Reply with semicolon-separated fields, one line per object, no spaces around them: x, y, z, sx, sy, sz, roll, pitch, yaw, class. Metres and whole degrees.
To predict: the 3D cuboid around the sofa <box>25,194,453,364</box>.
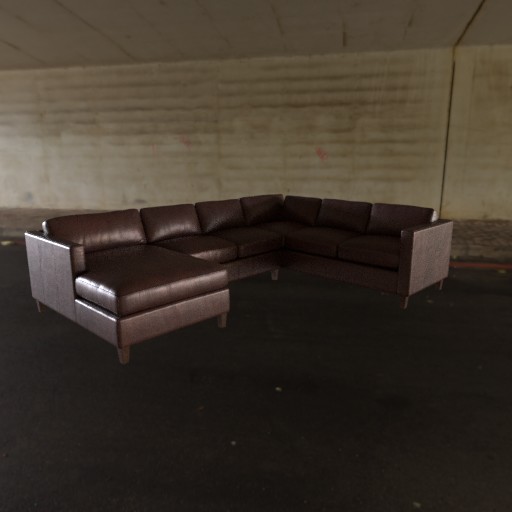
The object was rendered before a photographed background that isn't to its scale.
0.000;0.000;4.284;2.452;0.891;3.324;12;18;43;sofa
